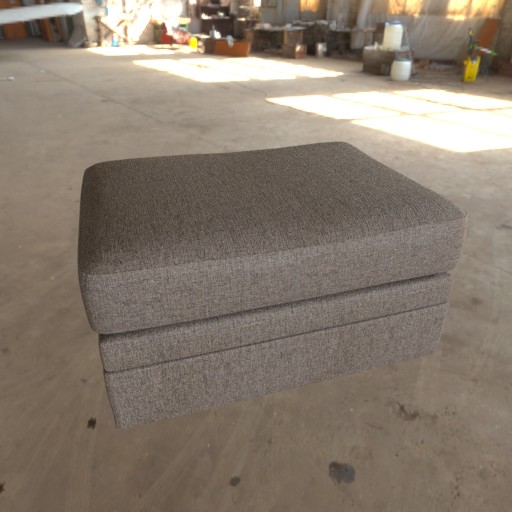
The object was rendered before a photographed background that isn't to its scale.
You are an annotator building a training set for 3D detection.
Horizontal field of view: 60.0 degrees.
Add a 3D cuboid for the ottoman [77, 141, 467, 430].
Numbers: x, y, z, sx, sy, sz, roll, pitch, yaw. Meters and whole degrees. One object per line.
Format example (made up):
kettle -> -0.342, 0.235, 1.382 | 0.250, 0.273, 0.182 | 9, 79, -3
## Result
ottoman -> 0.000, 0.000, 1.239 | 0.885, 0.478, 0.637 | -9, 32, -15
